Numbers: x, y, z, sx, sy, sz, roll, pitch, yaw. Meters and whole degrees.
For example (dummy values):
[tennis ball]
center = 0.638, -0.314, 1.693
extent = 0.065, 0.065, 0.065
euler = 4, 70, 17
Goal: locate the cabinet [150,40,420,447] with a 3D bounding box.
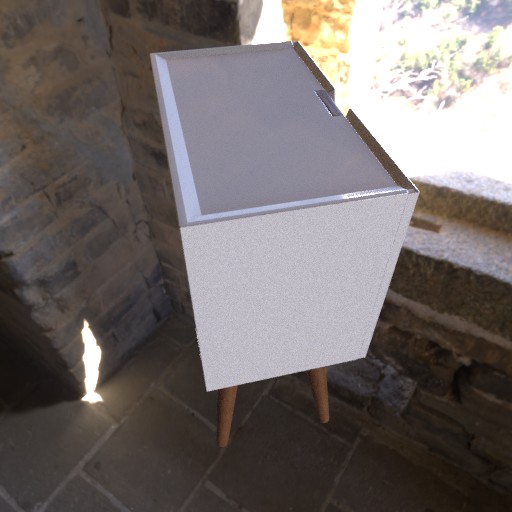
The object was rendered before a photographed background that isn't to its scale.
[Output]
[cabinet]
center = 0.000, 0.000, 1.080
extent = 0.344, 0.772, 0.591
euler = -10, 46, -9
